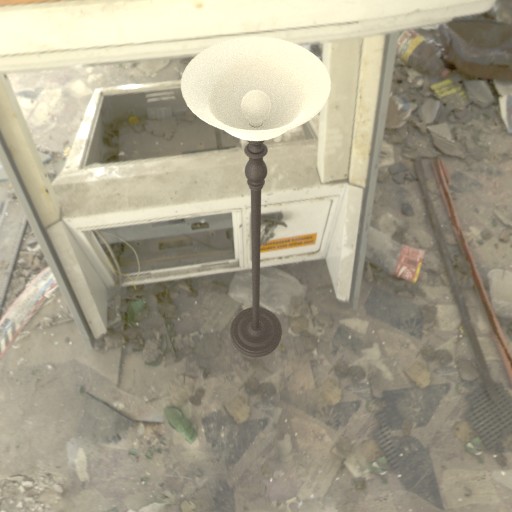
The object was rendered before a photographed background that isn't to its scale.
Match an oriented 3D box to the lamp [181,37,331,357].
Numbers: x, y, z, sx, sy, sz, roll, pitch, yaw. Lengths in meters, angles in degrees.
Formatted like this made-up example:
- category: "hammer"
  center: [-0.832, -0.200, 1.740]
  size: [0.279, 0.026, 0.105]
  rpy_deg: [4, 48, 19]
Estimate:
- category: "lamp"
  center: [0.000, 0.000, 1.962]
  size: [0.405, 1.797, 0.405]
  rpy_deg: [15, 59, 9]
